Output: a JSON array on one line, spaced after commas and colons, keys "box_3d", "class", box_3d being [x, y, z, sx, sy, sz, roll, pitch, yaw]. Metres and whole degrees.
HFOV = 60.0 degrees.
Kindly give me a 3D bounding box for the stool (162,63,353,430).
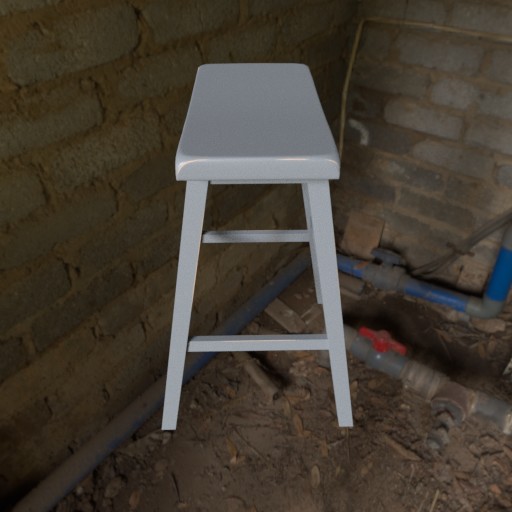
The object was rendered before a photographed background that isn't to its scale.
[{"box_3d": [0.000, 0.000, 1.042, 0.476, 0.737, 0.457, -1, 40, -1], "class": "stool"}]
